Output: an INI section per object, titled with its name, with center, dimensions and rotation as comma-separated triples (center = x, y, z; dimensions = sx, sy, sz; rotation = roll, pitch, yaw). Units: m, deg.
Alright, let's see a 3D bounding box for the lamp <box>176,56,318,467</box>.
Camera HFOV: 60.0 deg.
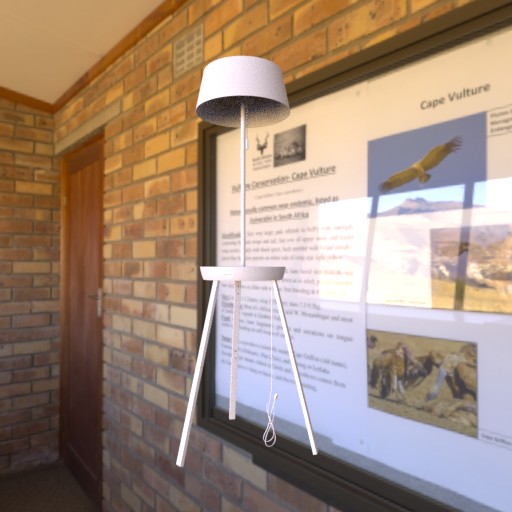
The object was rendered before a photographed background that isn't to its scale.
[lamp]
center = 0.000, 0.000, 1.686
dimensions = 0.468, 1.429, 0.508
rotation = 0, -1, 18
